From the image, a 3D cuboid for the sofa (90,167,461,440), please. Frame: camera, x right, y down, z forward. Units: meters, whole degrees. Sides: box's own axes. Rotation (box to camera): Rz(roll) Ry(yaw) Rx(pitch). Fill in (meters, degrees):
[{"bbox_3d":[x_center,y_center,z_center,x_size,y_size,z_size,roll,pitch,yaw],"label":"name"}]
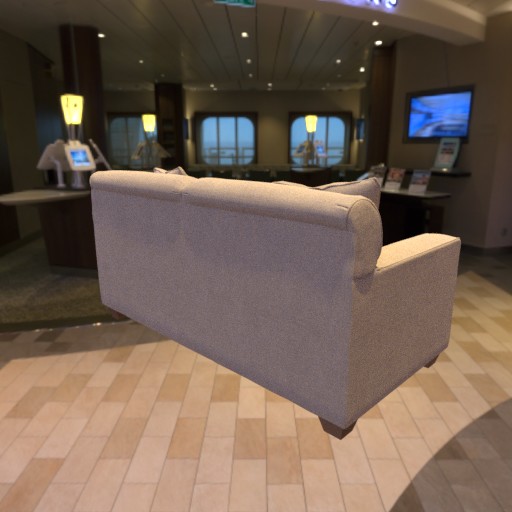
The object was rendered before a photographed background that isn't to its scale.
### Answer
[{"bbox_3d":[0.000,0.000,2.442,1.846,0.958,0.998,14,20,43],"label":"sofa"}]
